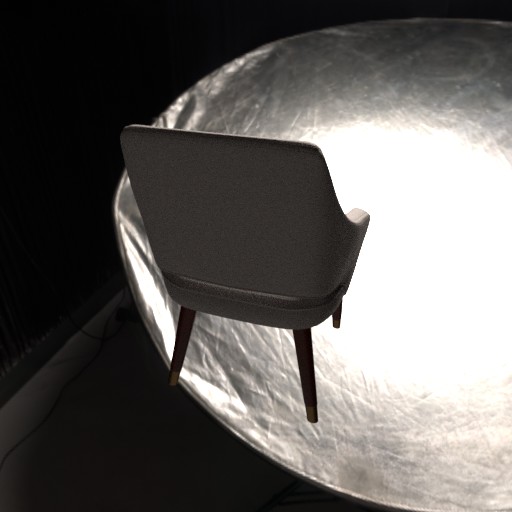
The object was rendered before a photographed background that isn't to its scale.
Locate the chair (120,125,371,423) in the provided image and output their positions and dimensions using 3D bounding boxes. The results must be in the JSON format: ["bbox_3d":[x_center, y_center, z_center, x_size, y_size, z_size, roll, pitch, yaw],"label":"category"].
[{"bbox_3d":[0.000,0.000,1.322,0.609,0.889,0.600,10,33,16],"label":"chair"}]
